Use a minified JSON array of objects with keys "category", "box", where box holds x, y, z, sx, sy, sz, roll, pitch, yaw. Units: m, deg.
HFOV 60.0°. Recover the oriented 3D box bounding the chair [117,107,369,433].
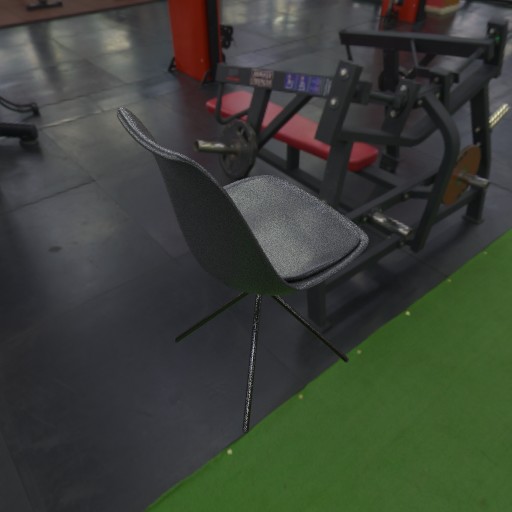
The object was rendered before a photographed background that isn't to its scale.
[{"category":"chair","box":[0.000,0.000,1.177,0.525,0.850,0.461,-26,48,-27]}]
